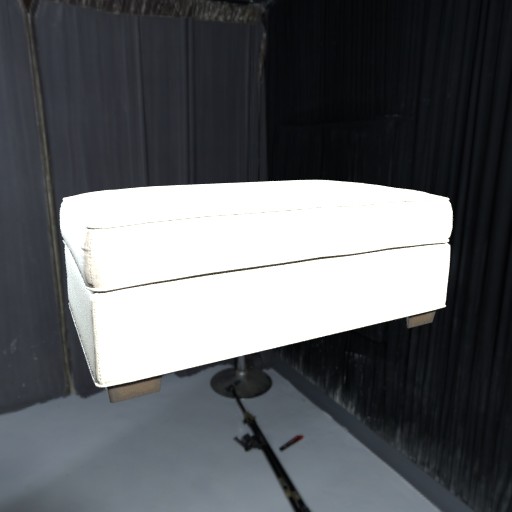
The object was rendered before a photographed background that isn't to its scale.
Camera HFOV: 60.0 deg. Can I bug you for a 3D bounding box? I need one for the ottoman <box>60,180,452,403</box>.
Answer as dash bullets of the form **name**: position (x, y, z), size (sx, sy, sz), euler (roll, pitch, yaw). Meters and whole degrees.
- **ottoman**: position (0.000, 0.000, 1.422), size (1.097, 0.448, 0.617), euler (-7, 16, -27)
